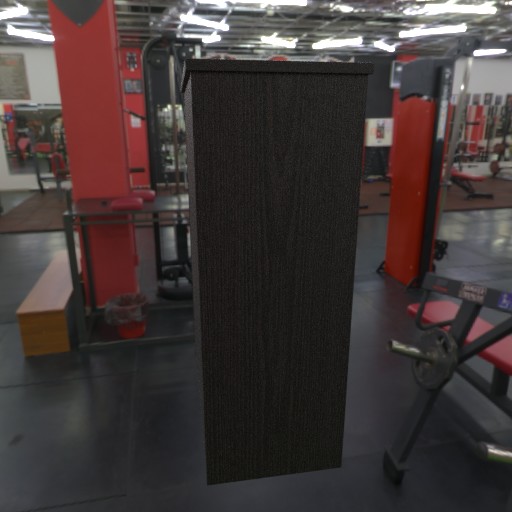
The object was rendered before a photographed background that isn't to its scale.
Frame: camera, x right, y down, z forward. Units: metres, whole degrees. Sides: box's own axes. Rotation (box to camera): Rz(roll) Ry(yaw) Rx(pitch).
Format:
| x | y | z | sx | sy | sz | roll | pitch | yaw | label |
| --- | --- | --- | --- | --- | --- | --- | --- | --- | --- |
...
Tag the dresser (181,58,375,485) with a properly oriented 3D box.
| x | y | z | sx | sy | sz | roll | pitch | yaw | label |
| --- | --- | --- | --- | --- | --- | --- | --- | --- | --- |
| 0.000 | 0.000 | 1.359 | 0.399 | 1.020 | 0.704 | -3 | 17 | -9 | dresser |
